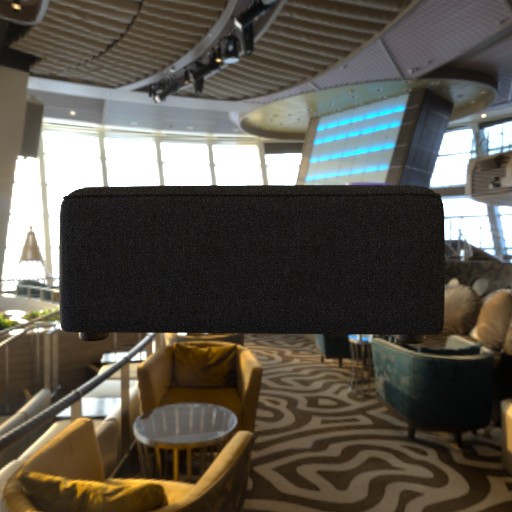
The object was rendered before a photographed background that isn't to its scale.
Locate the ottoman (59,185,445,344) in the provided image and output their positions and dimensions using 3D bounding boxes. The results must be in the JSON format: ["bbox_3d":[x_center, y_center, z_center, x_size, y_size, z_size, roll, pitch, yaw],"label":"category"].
[{"bbox_3d":[0.000,0.000,1.604,1.000,0.439,1.000,0,1,2],"label":"ottoman"}]
